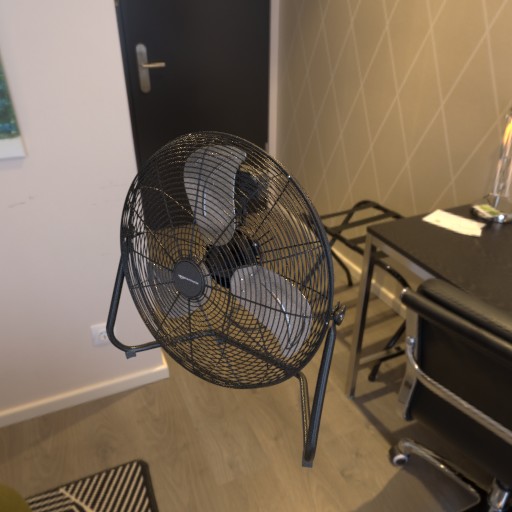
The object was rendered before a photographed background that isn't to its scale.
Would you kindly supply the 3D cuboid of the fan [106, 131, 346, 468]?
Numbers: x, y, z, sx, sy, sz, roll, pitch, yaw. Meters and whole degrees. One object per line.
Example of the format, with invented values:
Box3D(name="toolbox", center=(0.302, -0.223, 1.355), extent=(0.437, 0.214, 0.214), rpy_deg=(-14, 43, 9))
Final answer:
Box3D(name="fan", center=(0.000, 0.000, 1.022), extent=(0.595, 0.605, 0.470), rpy_deg=(20, 35, 31))
